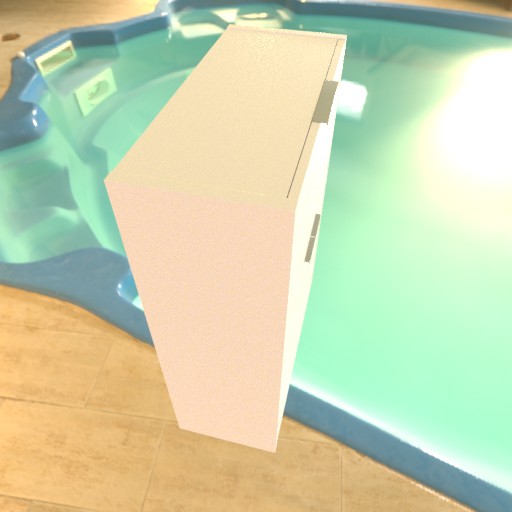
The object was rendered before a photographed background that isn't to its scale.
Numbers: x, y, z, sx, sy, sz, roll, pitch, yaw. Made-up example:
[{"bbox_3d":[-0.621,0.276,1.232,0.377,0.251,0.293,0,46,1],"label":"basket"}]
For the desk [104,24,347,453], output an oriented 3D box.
[{"bbox_3d":[0.000,0.000,1.535,0.390,1.190,0.850,10,47,10],"label":"desk"}]
